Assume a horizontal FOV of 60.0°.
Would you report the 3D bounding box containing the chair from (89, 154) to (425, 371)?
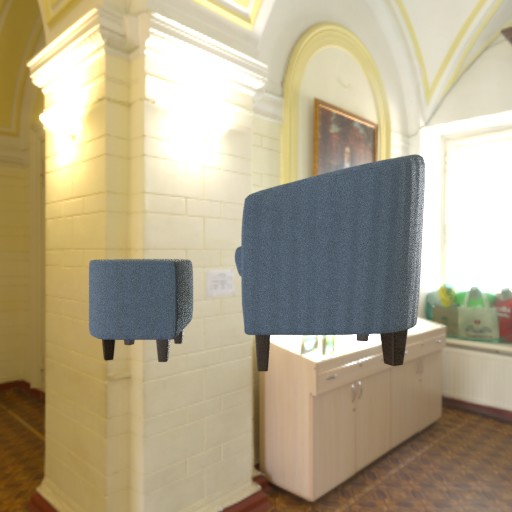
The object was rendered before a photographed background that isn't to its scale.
[{"bbox_3d":[0.000,0.000,1.760,1.288,0.757,0.756,0,0,0],"label":"chair"}]
